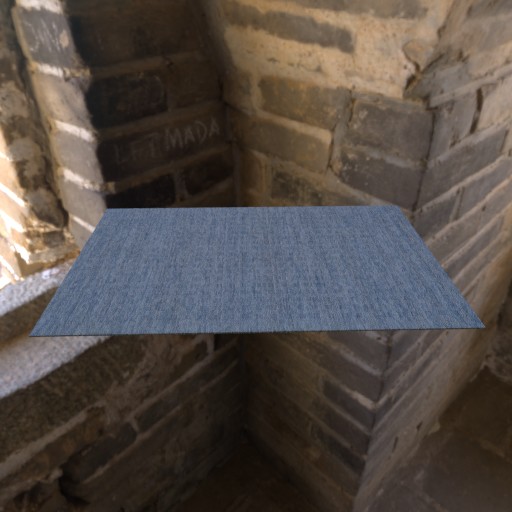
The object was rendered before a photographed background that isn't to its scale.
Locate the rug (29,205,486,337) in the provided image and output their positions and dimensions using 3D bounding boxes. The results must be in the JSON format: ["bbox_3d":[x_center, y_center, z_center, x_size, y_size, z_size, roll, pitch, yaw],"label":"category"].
[{"bbox_3d":[0.000,0.000,2.190,1.752,0.006,1.142,-1,31,-1],"label":"rug"}]
